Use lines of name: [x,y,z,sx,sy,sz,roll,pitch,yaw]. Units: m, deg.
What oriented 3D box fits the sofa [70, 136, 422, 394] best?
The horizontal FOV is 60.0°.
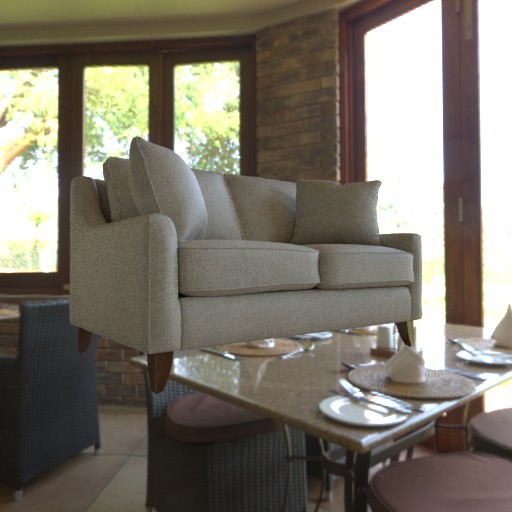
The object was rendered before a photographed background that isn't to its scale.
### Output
sofa: [0.000,0.000,2.041,1.422,0.863,0.915,1,-1,-37]
